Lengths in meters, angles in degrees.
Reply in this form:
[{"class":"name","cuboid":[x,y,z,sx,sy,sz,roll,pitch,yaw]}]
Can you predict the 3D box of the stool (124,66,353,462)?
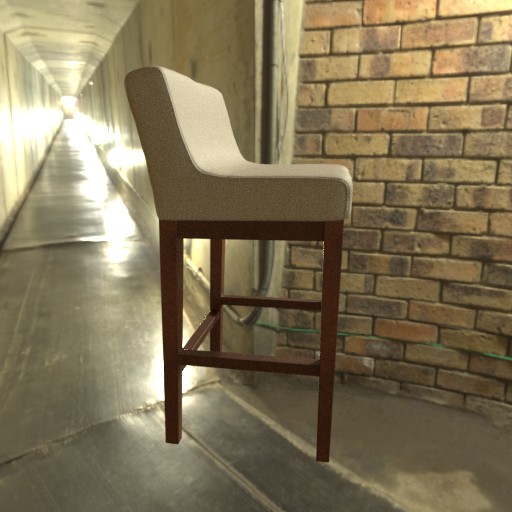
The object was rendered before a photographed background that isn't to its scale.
[{"class":"stool","cuboid":[0.000,0.000,1.240,0.500,0.937,0.511,3,15,10]}]
